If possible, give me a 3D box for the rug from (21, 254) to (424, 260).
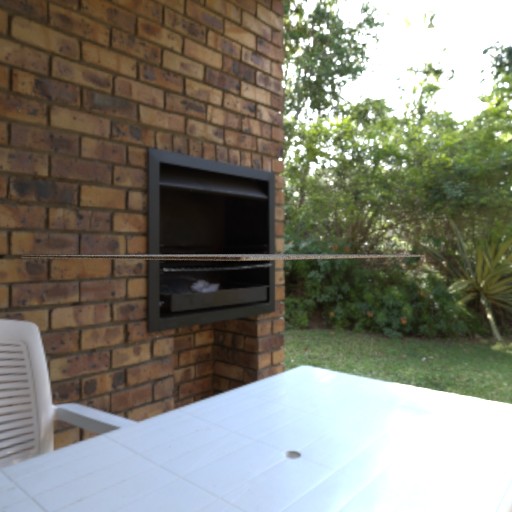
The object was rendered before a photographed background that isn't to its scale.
[{"bbox_3d":[0.000,0.000,2.321,1.219,0.011,1.829,0,0,36],"label":"rug"}]
